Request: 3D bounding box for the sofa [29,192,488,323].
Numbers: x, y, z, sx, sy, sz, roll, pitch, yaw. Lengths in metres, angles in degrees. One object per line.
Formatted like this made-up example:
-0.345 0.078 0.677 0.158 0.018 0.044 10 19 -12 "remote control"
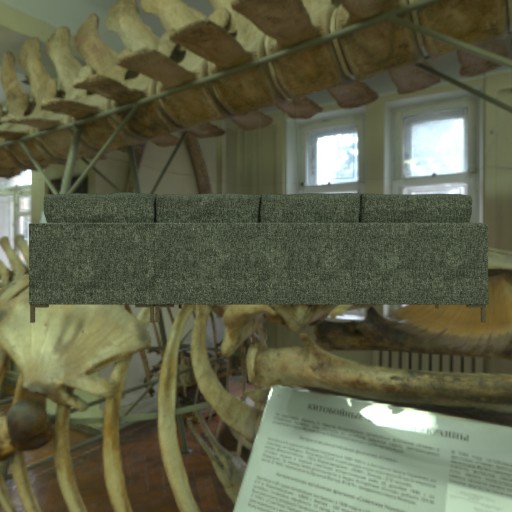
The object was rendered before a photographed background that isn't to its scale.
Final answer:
0.000 0.000 3.965 3.384 0.970 1.488 0 0 0 "sofa"
